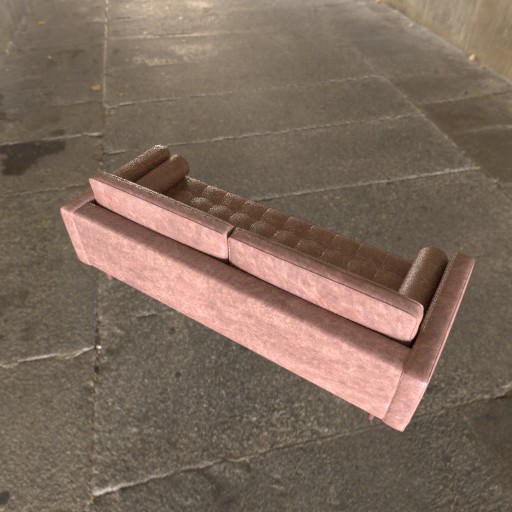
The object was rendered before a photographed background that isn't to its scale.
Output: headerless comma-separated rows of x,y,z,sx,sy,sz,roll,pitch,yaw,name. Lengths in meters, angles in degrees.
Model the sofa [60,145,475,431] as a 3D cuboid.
0.000,0.000,2.609,2.210,0.762,0.914,23,49,22,sofa
